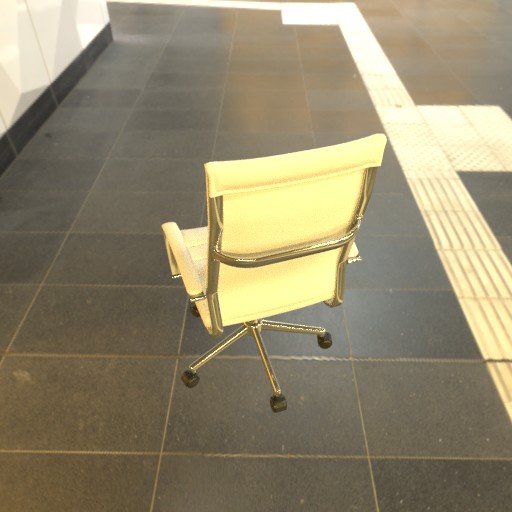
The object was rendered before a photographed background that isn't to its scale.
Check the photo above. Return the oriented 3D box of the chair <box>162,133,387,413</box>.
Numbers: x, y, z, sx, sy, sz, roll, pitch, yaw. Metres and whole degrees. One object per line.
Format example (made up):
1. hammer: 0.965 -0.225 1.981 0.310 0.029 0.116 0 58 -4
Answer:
1. chair: 0.000 0.000 1.569 0.679 1.149 0.679 -13 44 -14
